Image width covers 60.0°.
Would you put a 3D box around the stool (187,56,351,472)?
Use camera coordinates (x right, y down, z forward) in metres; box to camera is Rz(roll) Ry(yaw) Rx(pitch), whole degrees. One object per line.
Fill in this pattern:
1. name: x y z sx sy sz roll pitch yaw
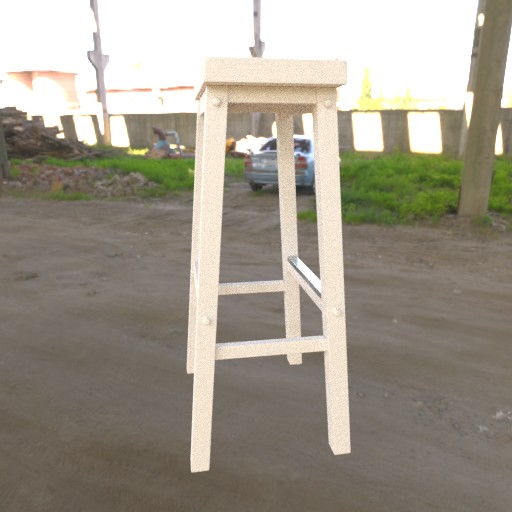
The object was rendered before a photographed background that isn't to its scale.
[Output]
1. stool: 0.000 0.000 0.973 0.322 0.742 0.406 -3 16 -9
